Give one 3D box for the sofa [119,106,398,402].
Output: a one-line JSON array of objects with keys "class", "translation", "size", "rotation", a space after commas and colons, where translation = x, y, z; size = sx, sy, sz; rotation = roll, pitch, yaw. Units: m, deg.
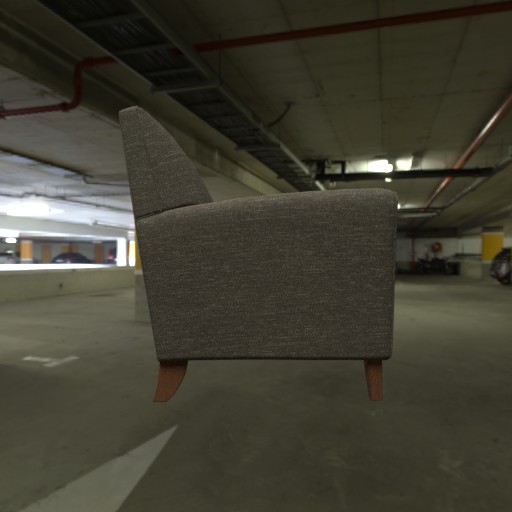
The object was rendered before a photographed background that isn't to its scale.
[{"class": "sofa", "translation": [0.000, 0.000, 2.052], "size": [0.867, 0.905, 1.509], "rotation": [0, 0, -2]}]
